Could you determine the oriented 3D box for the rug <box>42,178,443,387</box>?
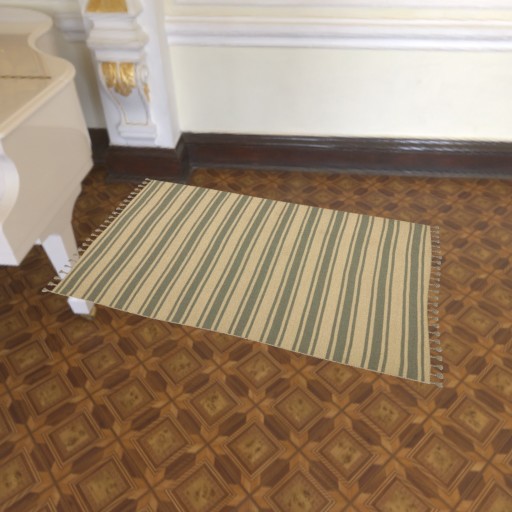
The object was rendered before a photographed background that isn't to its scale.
[{"bbox_3d":[0.000,0.000,2.601,2.084,0.009,1.222,11,42,13],"label":"rug"}]
